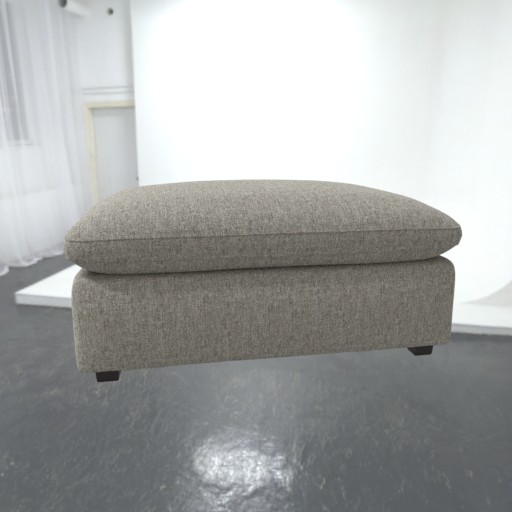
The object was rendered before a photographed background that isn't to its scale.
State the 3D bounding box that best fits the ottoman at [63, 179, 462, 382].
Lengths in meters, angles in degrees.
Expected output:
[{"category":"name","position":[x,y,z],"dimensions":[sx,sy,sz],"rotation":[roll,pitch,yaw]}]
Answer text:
[{"category":"ottoman","position":[0.000,0.000,1.367],"dimensions":[0.977,0.451,0.694],"rotation":[-2,15,-9]}]
